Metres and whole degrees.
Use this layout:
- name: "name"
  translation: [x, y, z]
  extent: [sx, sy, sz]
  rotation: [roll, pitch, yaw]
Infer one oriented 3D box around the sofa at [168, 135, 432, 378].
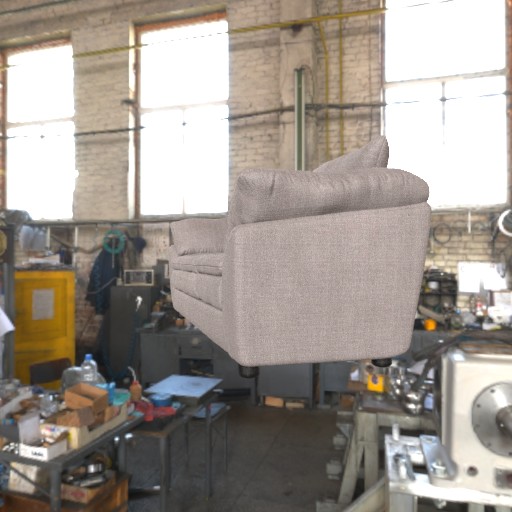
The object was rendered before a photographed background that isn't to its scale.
- name: "sofa"
  translation: [0.000, 0.000, 2.787]
  extent: [0.878, 0.996, 2.334]
  rotation: [0, -1, -17]
